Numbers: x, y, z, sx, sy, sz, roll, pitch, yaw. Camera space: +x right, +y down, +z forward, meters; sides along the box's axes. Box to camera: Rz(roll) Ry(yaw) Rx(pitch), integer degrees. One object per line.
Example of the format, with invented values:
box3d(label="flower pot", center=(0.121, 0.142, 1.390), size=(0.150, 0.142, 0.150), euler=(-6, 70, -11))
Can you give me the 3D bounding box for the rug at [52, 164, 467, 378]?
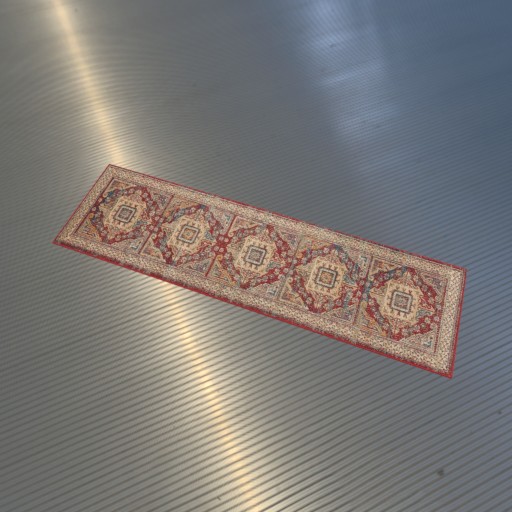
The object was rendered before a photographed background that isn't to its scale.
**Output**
box3d(label="rug", center=(0.000, 0.000, 2.541), size=(2.292, 0.015, 0.659), euler=(18, 61, 10))
